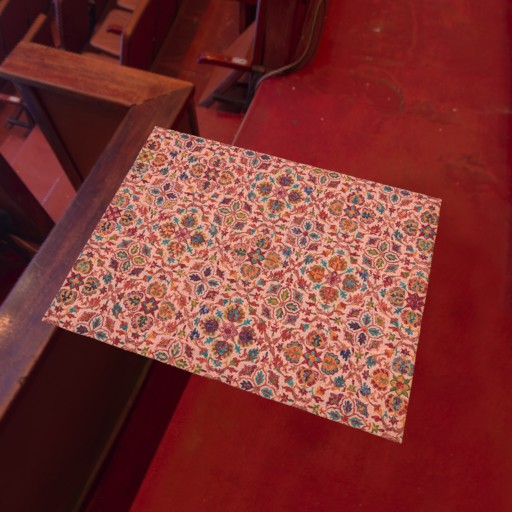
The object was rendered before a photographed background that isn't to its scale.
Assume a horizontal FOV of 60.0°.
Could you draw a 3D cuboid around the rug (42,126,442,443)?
[{"bbox_3d":[0.000,0.000,4.248,3.215,0.020,2.446,16,63,8],"label":"rug"}]
